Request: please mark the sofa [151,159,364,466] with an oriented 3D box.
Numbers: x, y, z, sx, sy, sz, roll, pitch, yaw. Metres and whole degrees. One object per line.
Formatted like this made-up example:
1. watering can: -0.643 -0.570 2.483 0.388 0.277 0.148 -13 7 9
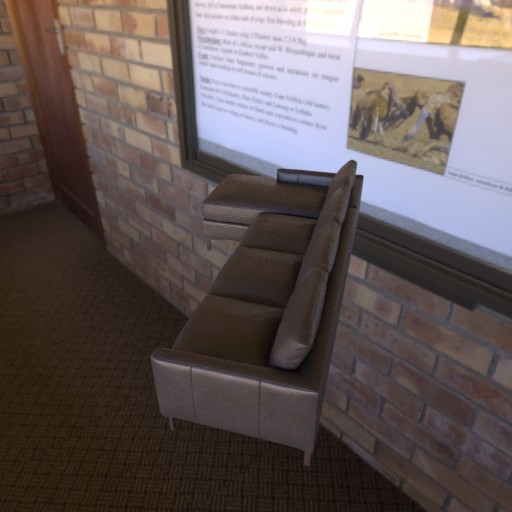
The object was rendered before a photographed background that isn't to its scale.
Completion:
1. sofa: 0.000 0.000 3.602 1.471 0.859 2.993 8 32 13
